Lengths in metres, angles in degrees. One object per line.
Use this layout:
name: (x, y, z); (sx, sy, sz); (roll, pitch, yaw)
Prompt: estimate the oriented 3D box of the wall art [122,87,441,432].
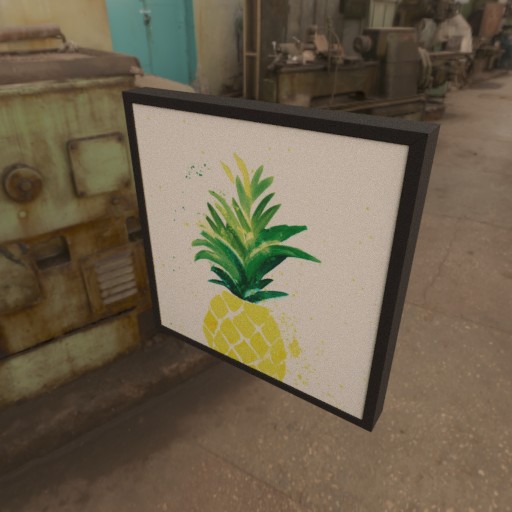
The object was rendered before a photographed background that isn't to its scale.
wall art: (0.000, 0.000, 0.463); (0.305, 0.304, 0.033); (18, 34, 29)
